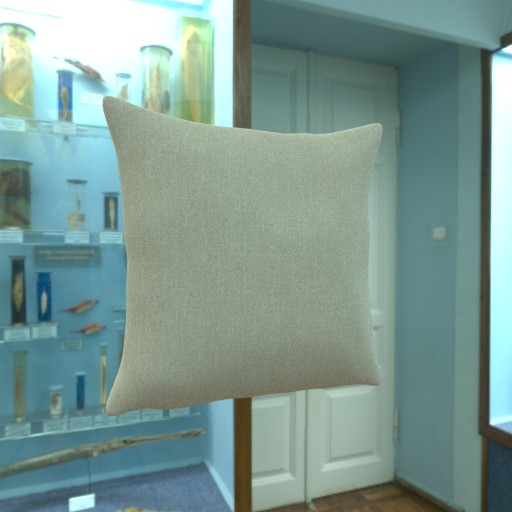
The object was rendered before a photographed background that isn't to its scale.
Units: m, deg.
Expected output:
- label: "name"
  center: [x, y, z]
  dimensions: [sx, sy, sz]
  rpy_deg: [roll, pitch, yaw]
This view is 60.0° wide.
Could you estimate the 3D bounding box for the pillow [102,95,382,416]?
- label: "pillow"
  center: [0.000, 0.000, 0.668]
  dimensions: [0.436, 0.432, 0.138]
  rpy_deg: [0, 1, -19]
